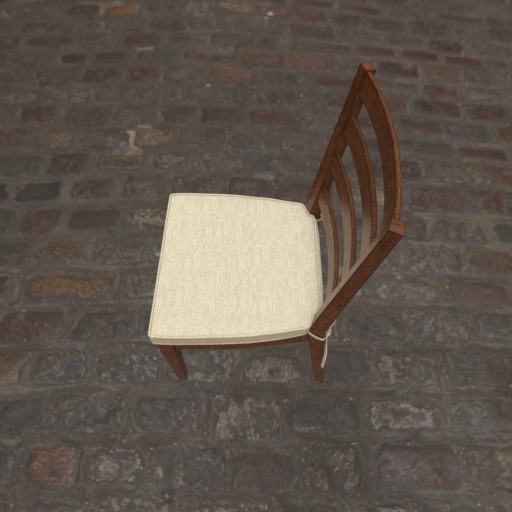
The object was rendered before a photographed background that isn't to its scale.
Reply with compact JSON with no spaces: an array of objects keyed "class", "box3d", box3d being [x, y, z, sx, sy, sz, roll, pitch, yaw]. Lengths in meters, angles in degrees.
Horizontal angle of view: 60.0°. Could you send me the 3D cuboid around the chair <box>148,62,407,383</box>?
[{"class":"chair","box3d":[0.000,0.000,1.346,0.595,0.979,0.593,1,58,1]}]
